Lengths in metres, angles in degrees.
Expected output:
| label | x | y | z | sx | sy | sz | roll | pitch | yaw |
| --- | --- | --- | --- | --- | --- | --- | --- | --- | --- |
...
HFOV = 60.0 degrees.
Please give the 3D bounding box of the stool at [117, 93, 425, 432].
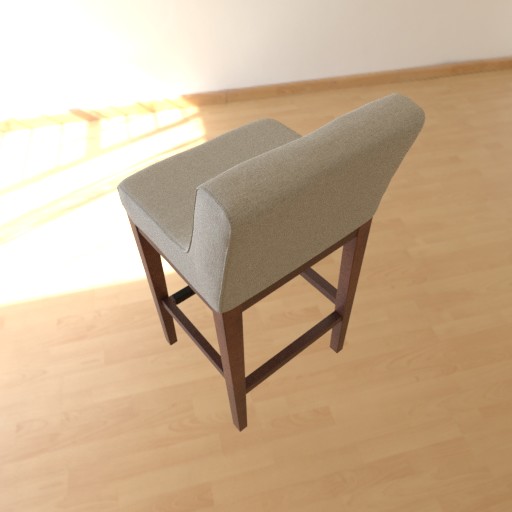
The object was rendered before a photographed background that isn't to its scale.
| label | x | y | z | sx | sy | sz | roll | pitch | yaw |
| --- | --- | --- | --- | --- | --- | --- | --- | --- | --- |
| stool | 0.000 | 0.000 | 1.228 | 0.511 | 0.937 | 0.500 | -31 | 54 | -26 |
